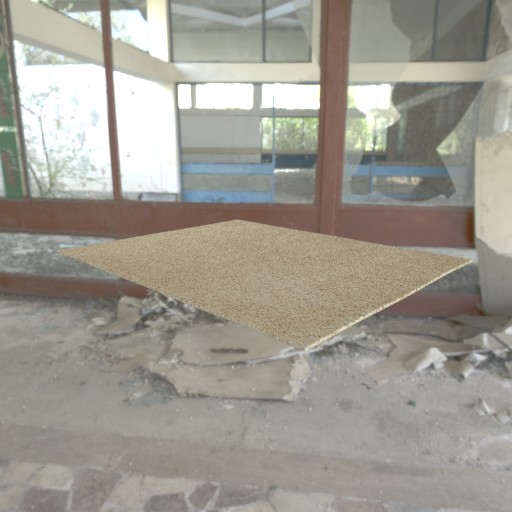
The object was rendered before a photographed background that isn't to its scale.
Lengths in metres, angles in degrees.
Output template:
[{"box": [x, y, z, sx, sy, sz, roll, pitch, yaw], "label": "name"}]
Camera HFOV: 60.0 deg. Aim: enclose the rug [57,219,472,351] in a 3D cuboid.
[{"box": [0.000, 0.000, 4.087, 3.000, 0.025, 2.400, 14, 20, 42], "label": "rug"}]
